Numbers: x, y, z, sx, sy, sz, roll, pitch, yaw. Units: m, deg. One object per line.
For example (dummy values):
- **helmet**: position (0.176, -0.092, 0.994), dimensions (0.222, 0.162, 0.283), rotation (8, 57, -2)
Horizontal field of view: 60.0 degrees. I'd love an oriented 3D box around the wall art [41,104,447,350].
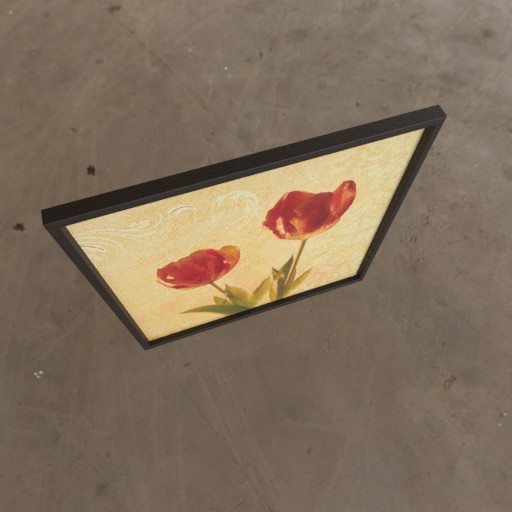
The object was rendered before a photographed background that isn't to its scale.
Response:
- **wall art**: position (0.000, 0.000, 1.204), dimensions (0.805, 0.807, 0.043), rotation (-17, 64, -9)
